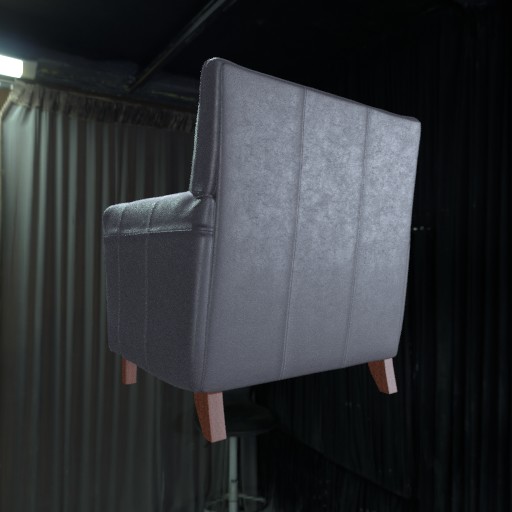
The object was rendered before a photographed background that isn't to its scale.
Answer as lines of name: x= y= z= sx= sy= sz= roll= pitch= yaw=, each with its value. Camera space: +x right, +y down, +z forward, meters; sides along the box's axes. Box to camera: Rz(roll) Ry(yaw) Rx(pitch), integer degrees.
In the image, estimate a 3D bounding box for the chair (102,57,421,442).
chair: x=0.000 y=0.000 z=1.583 sx=0.870 sy=0.943 sz=0.825 roll=1 pitch=-1 yaw=-36
